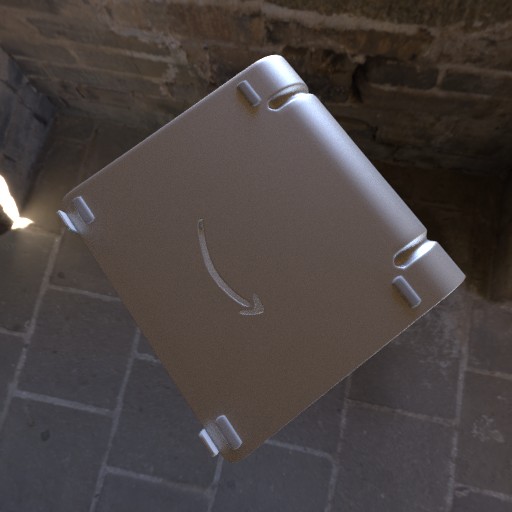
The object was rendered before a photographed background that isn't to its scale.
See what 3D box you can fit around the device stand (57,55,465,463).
[{"bbox_3d":[0.000,0.000,0.406,0.236,0.155,0.256,-35,79,-8],"label":"device stand"}]
